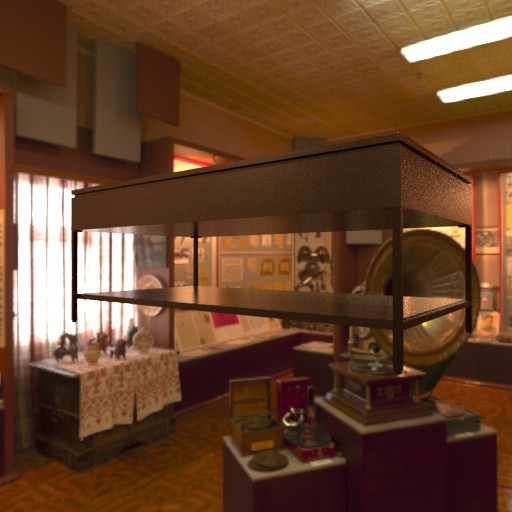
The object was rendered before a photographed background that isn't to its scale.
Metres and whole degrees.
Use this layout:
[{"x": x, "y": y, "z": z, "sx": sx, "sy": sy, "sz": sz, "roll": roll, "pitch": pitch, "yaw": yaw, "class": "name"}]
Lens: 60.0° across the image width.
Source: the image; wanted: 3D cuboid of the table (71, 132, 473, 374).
[{"x": 0.000, "y": 0.000, "z": 1.351, "sx": 1.095, "sy": 0.435, "sz": 0.574, "roll": 0, "pitch": -1, "yaw": 38, "class": "table"}]
